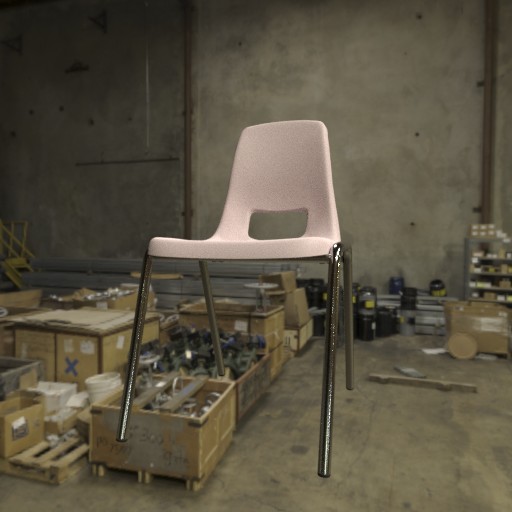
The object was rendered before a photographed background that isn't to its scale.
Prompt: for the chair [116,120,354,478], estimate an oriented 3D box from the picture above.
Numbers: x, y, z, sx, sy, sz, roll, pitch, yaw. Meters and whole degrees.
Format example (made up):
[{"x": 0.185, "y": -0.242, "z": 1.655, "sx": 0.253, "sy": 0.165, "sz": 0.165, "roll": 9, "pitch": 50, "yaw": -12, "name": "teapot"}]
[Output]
[{"x": 0.000, "y": 0.000, "z": 0.914, "sx": 0.381, "sy": 0.653, "sz": 0.436, "roll": 1, "pitch": 2, "yaw": 19, "name": "chair"}]
